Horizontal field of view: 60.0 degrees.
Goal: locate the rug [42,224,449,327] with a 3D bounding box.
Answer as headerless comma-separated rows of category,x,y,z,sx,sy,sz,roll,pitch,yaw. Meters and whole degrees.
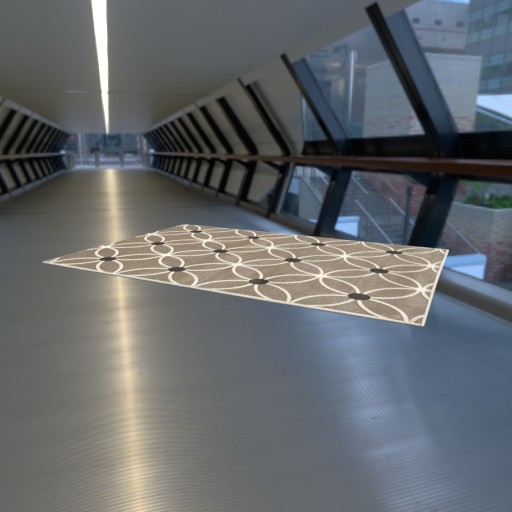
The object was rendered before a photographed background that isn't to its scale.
rug,0.000,0.000,2.960,2.284,0.008,1.522,7,16,26
